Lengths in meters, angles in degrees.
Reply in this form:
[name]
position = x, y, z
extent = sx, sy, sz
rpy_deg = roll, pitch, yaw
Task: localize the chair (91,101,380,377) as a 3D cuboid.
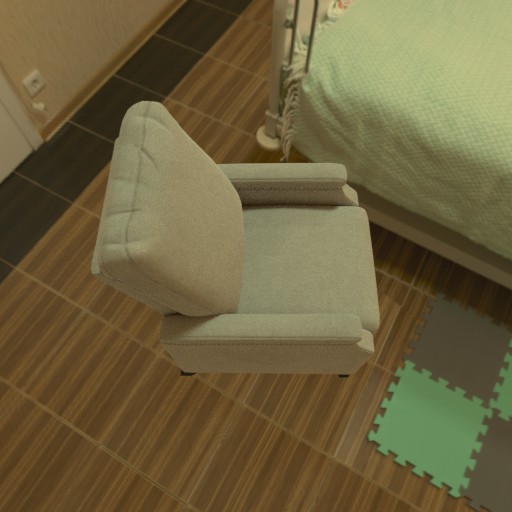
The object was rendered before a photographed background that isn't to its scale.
[chair]
position = 0.000, 0.000, 1.664
extent = 0.922, 1.049, 0.710
rpy_deg = 1, 64, 0
